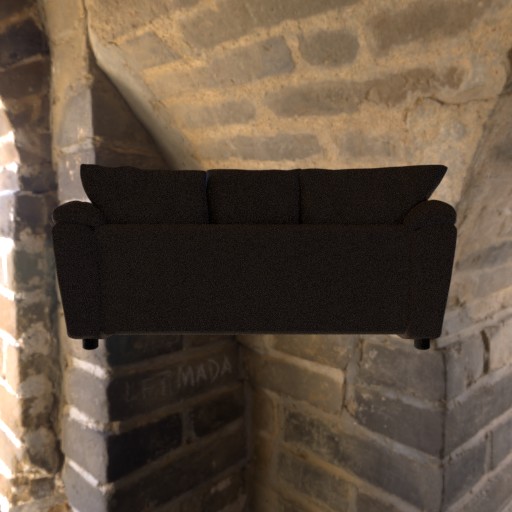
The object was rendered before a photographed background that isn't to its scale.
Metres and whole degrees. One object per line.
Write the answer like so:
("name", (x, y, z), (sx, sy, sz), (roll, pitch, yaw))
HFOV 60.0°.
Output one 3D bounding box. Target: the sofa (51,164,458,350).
("sofa", (0.000, 0.000, 2.849), (2.336, 1.073, 0.878), (0, 1, 0))
